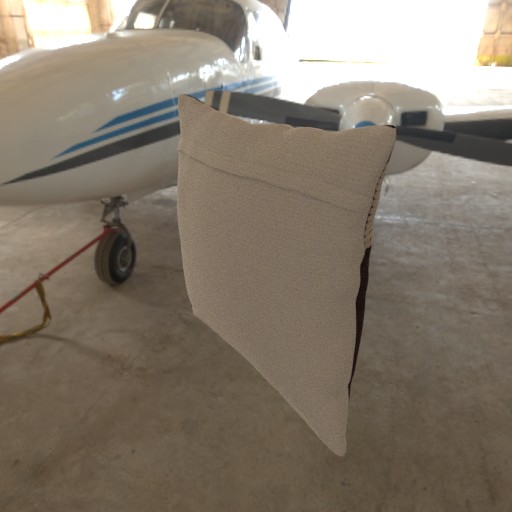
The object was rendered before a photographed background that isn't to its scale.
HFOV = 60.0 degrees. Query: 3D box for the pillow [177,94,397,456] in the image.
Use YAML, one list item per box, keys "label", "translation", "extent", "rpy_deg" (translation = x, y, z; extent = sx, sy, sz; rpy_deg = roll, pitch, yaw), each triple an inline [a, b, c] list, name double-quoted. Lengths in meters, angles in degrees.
- label: "pillow"
  translation: [0.000, 0.000, 0.723]
  extent: [0.178, 0.473, 0.475]
  rpy_deg: [-17, 31, -32]
